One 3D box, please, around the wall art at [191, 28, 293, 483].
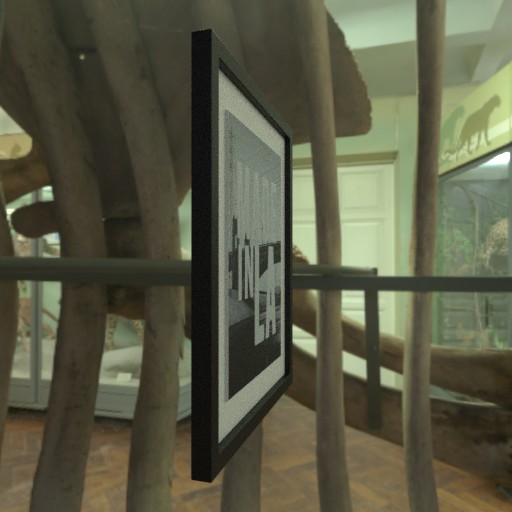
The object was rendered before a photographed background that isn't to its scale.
[{"bbox_3d":[0.000,0.000,0.766,0.028,0.559,0.457,0,0,17],"label":"wall art"}]
